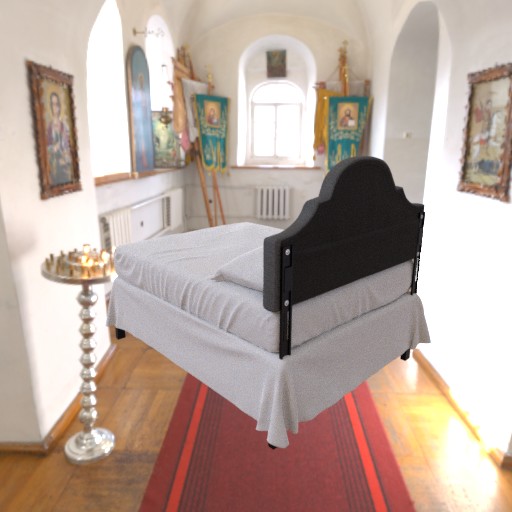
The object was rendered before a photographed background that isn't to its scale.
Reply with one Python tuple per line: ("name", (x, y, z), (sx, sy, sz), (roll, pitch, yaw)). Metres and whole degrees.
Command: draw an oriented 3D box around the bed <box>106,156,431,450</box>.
("bed", (0.000, 0.000, 3.539), (1.780, 1.634, 2.222), (-14, 21, -41))
